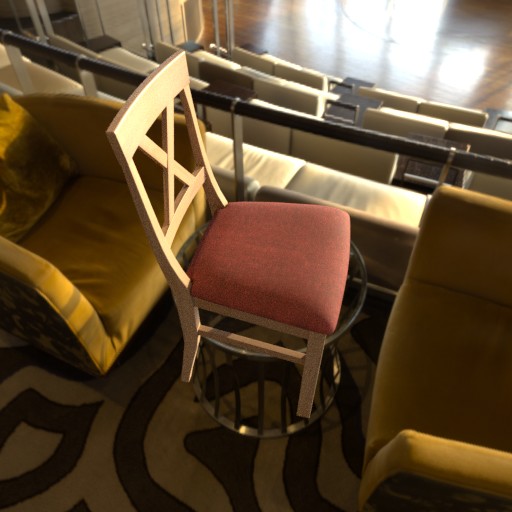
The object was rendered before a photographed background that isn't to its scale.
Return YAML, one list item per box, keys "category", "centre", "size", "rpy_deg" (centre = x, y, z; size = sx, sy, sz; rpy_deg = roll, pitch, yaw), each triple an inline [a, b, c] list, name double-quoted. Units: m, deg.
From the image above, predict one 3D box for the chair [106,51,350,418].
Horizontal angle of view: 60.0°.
- category: "chair"
  centre: [0.000, 0.000, 1.204]
  size: [0.492, 0.912, 0.439]
  rpy_deg: [9, 47, 9]
